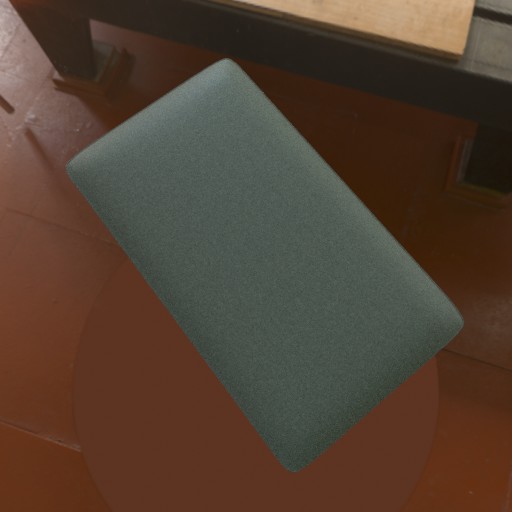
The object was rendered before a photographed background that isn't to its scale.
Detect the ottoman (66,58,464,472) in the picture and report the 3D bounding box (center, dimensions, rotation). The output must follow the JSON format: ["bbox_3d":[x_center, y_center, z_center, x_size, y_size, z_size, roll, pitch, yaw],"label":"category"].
[{"bbox_3d":[0.000,0.000,1.537,0.681,0.494,1.173,-37,78,-9],"label":"ottoman"}]
